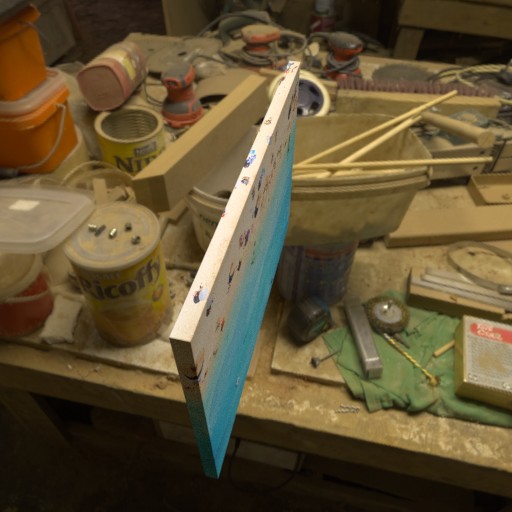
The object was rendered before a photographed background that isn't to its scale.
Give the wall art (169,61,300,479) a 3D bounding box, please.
[{"bbox_3d":[0.000,0.000,1.424,0.040,0.769,1.136,10,48,9],"label":"wall art"}]
